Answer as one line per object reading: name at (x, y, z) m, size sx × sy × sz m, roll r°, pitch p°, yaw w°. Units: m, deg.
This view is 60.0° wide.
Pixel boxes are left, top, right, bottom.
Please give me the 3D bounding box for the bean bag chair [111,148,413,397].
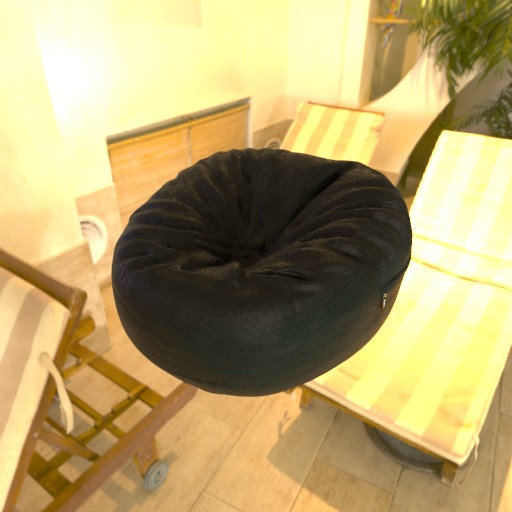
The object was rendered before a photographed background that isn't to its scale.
bean bag chair at (0.000, 0.000, 2.450) m, size 1.524 × 0.878 × 1.524 m, roll 19°, pitch 36°, yaw 29°
